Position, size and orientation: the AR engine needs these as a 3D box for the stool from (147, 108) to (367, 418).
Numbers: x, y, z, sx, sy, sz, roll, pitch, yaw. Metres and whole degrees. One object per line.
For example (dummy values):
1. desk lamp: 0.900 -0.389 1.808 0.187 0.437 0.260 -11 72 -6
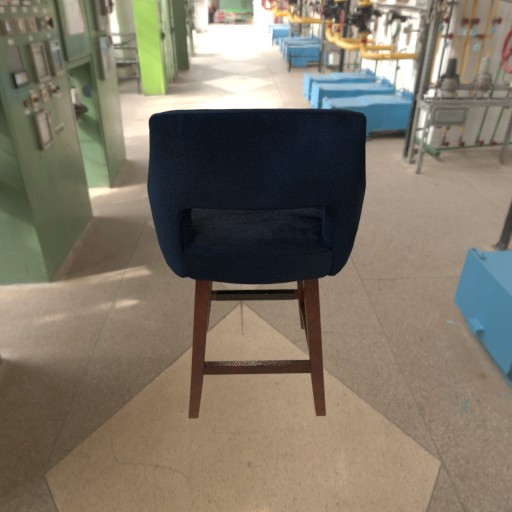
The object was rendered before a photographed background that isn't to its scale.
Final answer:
1. stool: 0.000 0.000 1.288 0.550 0.940 0.560 -1 30 -1
